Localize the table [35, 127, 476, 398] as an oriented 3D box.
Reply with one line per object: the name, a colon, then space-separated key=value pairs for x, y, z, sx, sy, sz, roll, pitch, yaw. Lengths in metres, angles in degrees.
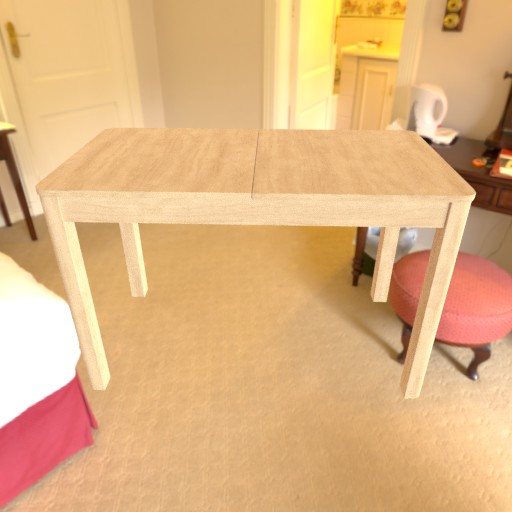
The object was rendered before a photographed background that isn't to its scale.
table: x=0.000 y=0.000 z=1.925 sx=1.400 sy=0.900 sz=0.750 roll=1 pitch=31 yaw=2
